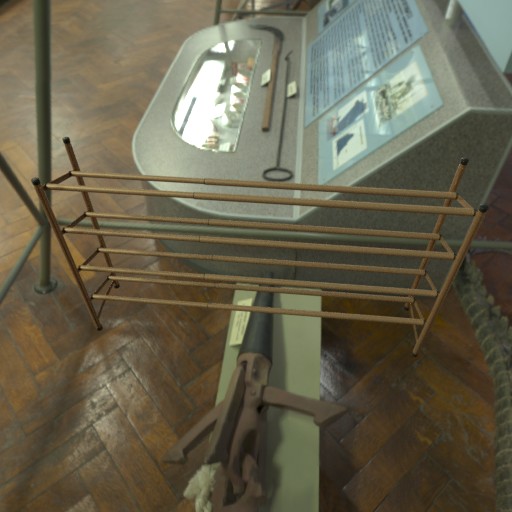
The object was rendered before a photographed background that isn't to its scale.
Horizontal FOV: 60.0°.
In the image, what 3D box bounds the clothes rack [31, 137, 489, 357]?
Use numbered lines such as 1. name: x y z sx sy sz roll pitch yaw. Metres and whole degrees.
1. clothes rack: 0.000 0.000 1.434 1.168 0.672 0.229 4 46 4
